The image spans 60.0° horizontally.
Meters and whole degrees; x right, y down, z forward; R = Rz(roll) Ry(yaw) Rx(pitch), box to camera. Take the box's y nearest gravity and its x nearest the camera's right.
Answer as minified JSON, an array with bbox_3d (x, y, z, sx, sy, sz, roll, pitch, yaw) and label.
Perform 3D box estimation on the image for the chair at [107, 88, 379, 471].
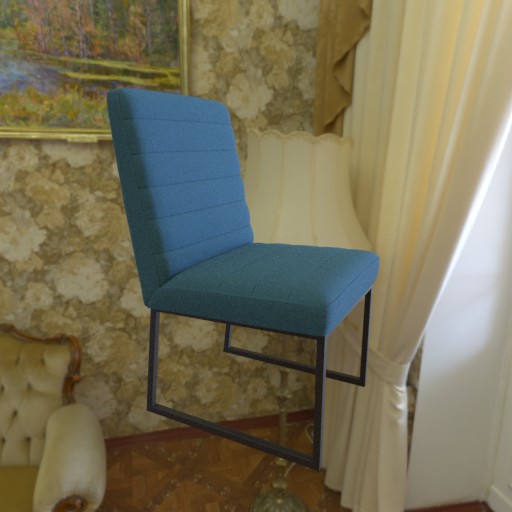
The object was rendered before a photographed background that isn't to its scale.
[{"bbox_3d":[0.000,0.000,1.318,0.634,0.930,0.520,7,16,27],"label":"chair"}]
